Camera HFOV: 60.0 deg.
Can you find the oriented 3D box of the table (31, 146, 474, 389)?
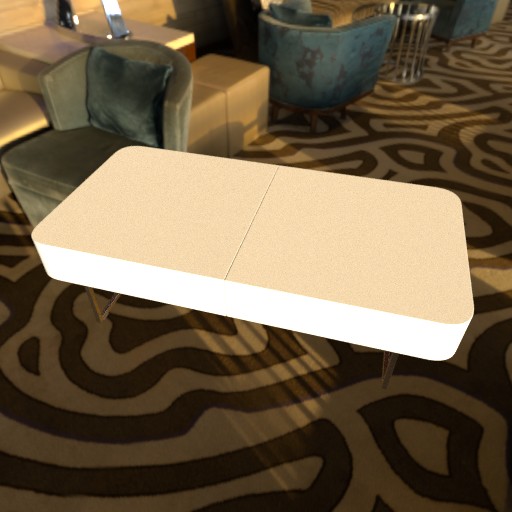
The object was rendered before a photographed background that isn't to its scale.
[{"bbox_3d":[0.000,0.000,1.450,1.200,0.340,0.600,10,42,12],"label":"table"}]
